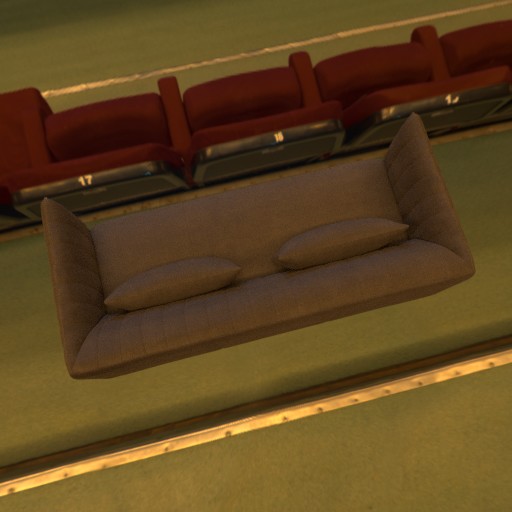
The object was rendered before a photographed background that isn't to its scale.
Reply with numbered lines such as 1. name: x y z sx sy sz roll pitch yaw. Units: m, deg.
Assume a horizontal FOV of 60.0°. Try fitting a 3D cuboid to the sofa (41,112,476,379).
1. sofa: 0.000 0.000 2.434 1.980 0.780 0.876 -14 76 -4
